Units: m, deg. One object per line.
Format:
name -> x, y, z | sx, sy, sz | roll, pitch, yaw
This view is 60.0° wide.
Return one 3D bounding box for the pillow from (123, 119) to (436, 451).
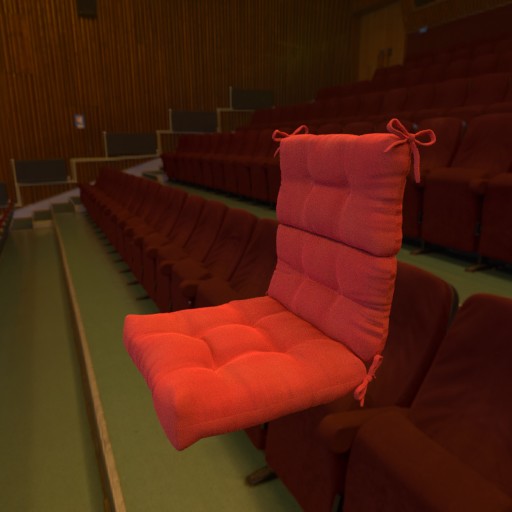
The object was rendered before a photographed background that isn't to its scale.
pillow -> 0.000, 0.000, 1.035 | 0.571, 0.605, 0.519 | -7, 17, -25
